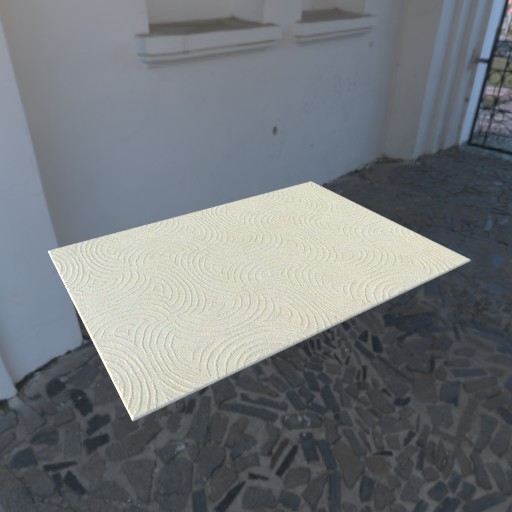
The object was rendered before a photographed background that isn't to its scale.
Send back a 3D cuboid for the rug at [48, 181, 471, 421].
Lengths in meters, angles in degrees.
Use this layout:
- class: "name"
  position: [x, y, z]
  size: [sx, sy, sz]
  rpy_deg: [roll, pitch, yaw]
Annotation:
- class: "rug"
  position: [0.000, 0.000, 2.747]
  size: [2.132, 0.015, 1.526]
  rpy_deg: [-19, 36, -28]
